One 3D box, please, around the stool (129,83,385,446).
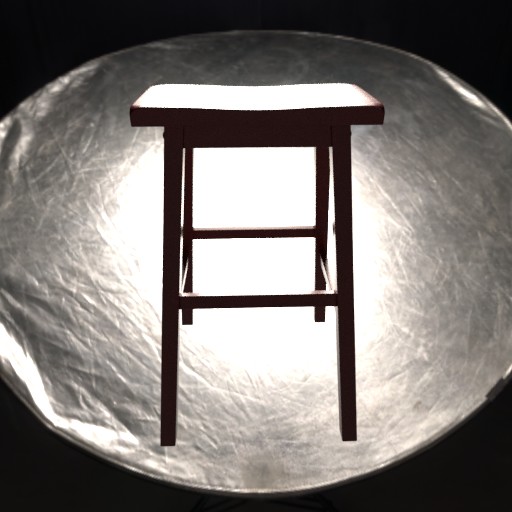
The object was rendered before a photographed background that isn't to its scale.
[{"bbox_3d":[0.000,0.000,1.053,0.457,0.737,0.476,-1,30,-2],"label":"stool"}]
